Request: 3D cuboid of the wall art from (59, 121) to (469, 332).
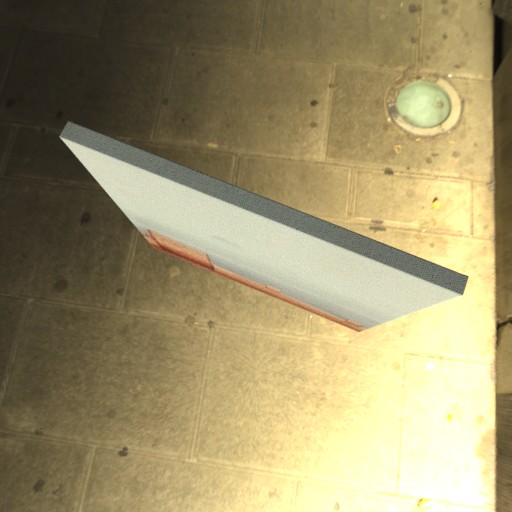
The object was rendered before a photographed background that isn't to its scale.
[{"bbox_3d":[0.000,0.000,0.910,0.605,0.605,0.034,22,77,5],"label":"wall art"}]
